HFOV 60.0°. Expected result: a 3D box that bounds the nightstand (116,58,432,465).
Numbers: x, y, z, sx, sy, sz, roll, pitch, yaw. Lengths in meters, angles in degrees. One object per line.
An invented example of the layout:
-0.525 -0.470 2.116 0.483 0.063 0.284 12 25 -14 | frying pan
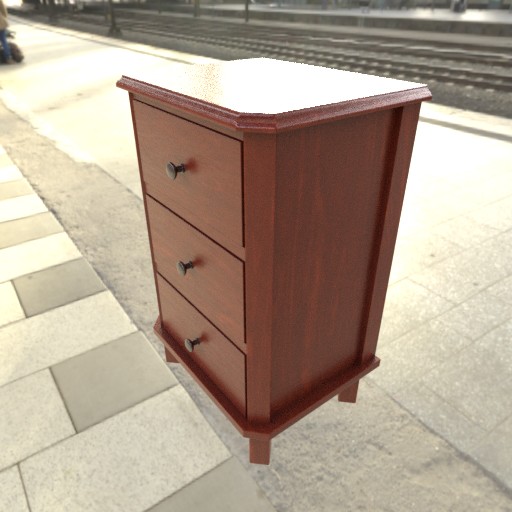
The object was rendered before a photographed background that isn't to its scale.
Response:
0.000 0.000 0.906 0.351 0.681 0.435 -21 37 -31 | nightstand
